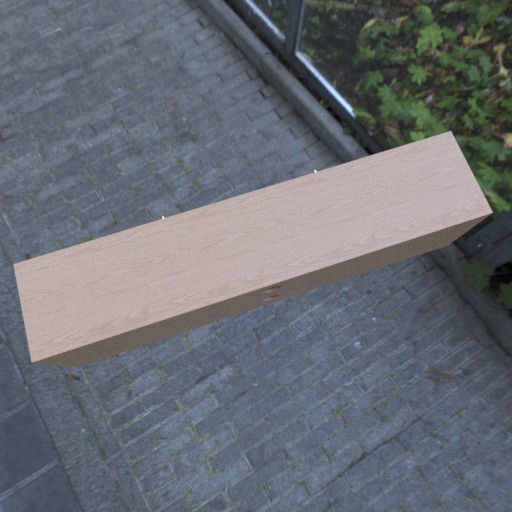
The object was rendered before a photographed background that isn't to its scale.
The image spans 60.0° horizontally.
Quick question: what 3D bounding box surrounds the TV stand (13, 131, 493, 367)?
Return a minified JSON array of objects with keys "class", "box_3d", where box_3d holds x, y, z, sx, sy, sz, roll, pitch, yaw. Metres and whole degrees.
[{"class":"TV stand","box_3d":[0.000,0.000,1.934,1.760,0.580,0.400,-18,75,-5]}]
